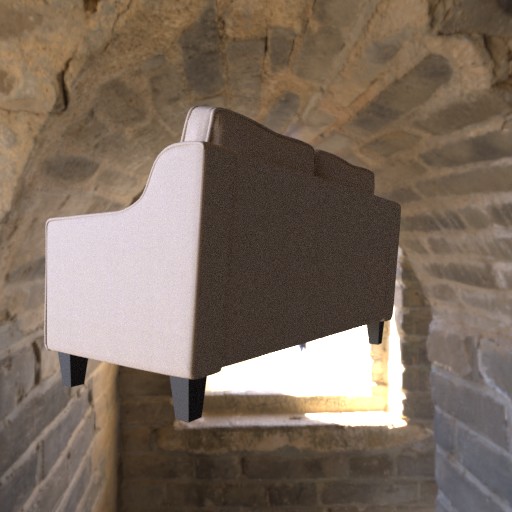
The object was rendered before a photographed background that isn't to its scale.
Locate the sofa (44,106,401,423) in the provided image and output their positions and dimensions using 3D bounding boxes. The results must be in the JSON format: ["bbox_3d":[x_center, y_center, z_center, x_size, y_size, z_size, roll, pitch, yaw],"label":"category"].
[{"bbox_3d":[0.000,0.000,3.323,1.351,1.562,2.587,0,-1,36],"label":"sofa"}]
